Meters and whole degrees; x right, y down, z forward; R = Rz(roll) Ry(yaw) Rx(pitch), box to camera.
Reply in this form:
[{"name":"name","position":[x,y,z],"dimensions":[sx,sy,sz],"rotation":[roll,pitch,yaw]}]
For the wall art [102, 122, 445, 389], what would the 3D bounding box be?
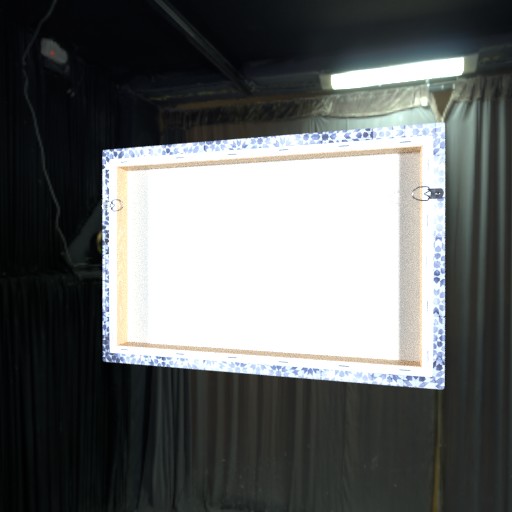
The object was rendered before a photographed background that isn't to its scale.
[{"name":"wall art","position":[0.000,0.000,1.162],"dimensions":[0.911,0.608,0.057],"rotation":[0,0,17]}]
